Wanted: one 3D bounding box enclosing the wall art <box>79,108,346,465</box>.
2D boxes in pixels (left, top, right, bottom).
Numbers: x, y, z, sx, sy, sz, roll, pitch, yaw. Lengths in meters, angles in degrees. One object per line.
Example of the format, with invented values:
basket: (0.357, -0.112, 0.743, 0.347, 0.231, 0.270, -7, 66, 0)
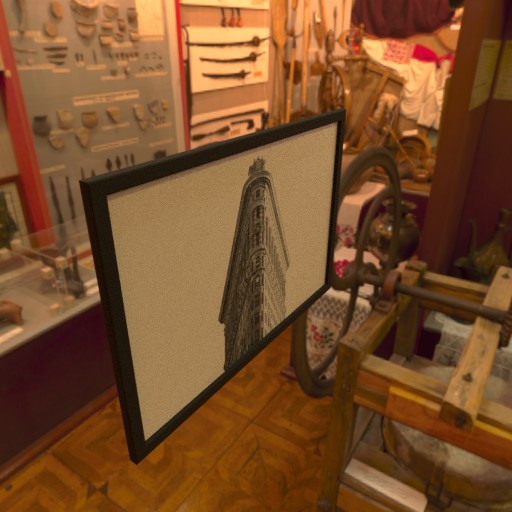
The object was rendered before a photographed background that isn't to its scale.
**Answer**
wall art: (0.000, 0.000, 1.207, 0.026, 0.656, 0.958, 18, 32, 31)
